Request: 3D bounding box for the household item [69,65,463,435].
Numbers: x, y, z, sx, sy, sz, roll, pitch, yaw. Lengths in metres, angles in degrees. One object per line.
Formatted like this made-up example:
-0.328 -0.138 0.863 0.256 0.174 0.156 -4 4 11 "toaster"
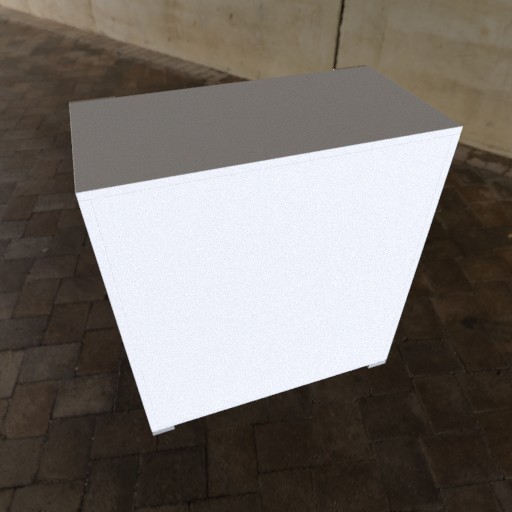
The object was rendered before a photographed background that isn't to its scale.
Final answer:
0.000 0.000 1.296 0.800 0.870 0.420 -13 43 -14 "household item"
